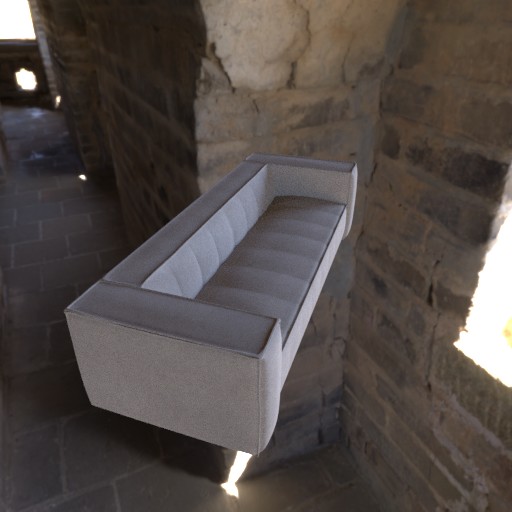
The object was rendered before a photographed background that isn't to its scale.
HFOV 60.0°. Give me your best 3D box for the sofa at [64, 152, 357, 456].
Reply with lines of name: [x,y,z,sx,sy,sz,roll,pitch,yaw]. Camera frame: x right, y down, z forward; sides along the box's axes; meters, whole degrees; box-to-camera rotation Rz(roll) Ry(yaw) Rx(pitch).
sofa: [0.000,0.000,3.153,1.038,0.680,2.697,10,31,17]
